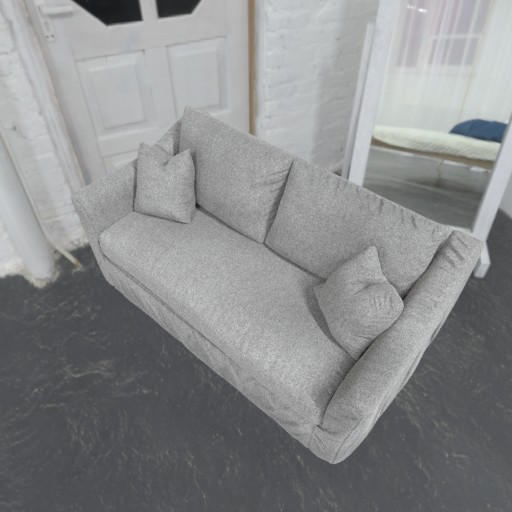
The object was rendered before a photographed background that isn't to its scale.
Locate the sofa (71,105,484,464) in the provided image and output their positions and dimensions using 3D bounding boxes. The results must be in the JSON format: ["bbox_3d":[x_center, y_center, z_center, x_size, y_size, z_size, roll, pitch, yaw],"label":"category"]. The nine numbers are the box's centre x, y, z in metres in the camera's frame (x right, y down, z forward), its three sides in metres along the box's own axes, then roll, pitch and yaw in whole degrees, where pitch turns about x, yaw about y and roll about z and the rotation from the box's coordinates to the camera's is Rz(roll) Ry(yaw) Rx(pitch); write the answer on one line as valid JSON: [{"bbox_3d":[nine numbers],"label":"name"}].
[{"bbox_3d":[0.000,0.000,2.537,2.010,1.018,1.072,32,54,27],"label":"sofa"}]
